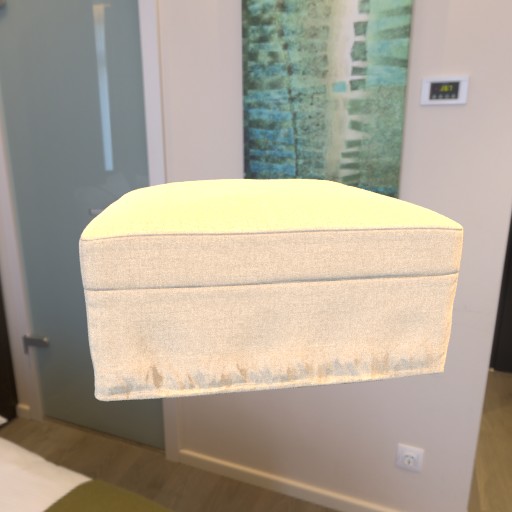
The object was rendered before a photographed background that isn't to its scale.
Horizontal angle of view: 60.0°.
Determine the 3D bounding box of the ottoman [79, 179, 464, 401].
[{"bbox_3d":[0.000,0.000,1.347,0.843,0.436,0.840,-2,15,-8],"label":"ottoman"}]
